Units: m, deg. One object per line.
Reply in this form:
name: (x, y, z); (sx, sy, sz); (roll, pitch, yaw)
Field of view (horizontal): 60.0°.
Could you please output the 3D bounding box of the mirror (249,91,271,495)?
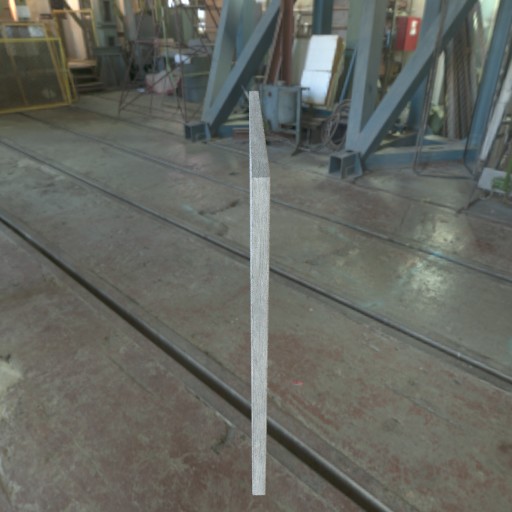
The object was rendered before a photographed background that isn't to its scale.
mirror: (0.000, 0.000, 1.134); (0.028, 0.689, 0.839); (0, 28, -1)
